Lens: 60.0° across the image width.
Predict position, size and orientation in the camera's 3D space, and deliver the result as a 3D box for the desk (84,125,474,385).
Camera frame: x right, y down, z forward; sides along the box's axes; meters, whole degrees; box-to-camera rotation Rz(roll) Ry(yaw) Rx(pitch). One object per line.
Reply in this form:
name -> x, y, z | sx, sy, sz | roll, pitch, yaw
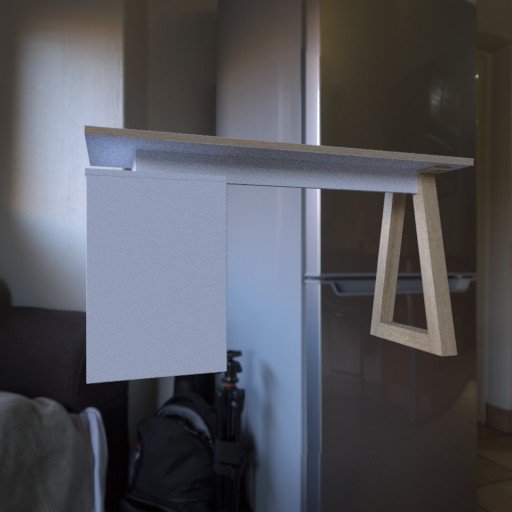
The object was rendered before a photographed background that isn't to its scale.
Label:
desk -> 0.000, 0.000, 2.009 | 1.404, 0.755, 1.098 | 0, 0, -19
